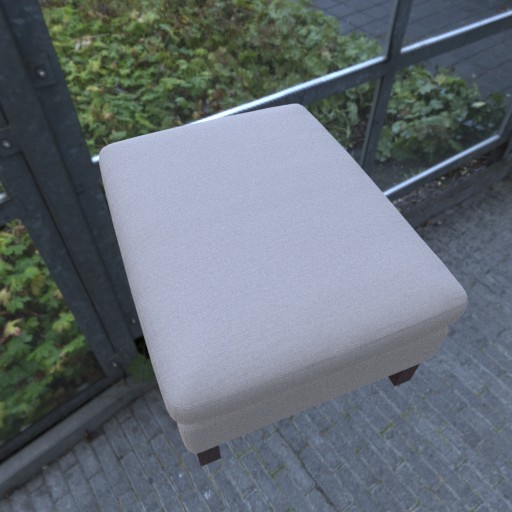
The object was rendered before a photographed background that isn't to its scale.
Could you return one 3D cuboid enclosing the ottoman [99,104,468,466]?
[{"bbox_3d":[0.000,0.000,1.099,0.606,0.420,0.771,-17,51,-14],"label":"ottoman"}]
